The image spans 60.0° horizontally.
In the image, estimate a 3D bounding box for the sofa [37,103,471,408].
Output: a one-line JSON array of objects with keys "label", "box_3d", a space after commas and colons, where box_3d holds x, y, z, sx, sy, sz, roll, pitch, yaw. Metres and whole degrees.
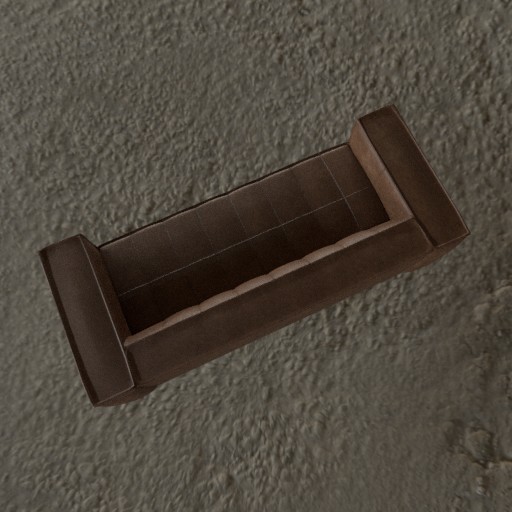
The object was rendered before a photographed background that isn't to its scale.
[{"label": "sofa", "box_3d": [0.000, 0.000, 3.104, 2.581, 0.701, 1.102, -24, 76, -6]}]
